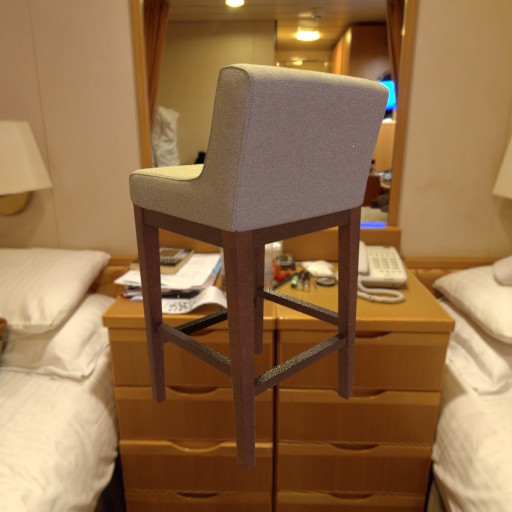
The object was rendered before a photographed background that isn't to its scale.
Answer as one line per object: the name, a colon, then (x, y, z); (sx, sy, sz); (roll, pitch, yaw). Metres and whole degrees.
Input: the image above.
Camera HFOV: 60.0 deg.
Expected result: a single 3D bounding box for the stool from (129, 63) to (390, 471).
stool: (0.000, 0.000, 1.255); (0.511, 0.937, 0.500); (-15, 22, -42)
